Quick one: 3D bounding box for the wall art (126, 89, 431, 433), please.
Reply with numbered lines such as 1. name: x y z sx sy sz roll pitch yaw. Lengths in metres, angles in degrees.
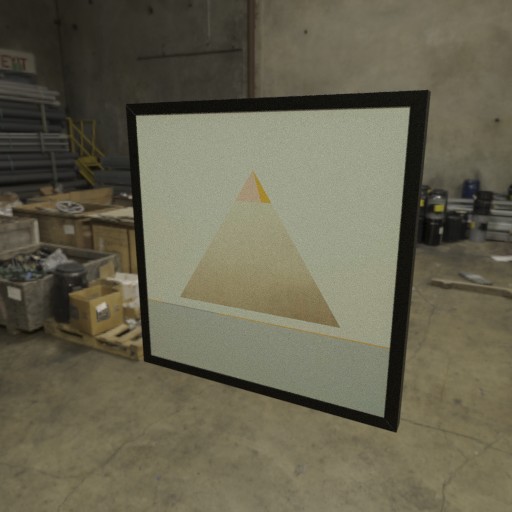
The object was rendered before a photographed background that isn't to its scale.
1. wall art: 0.000 0.000 1.141 0.769 0.766 0.042 7 16 26
